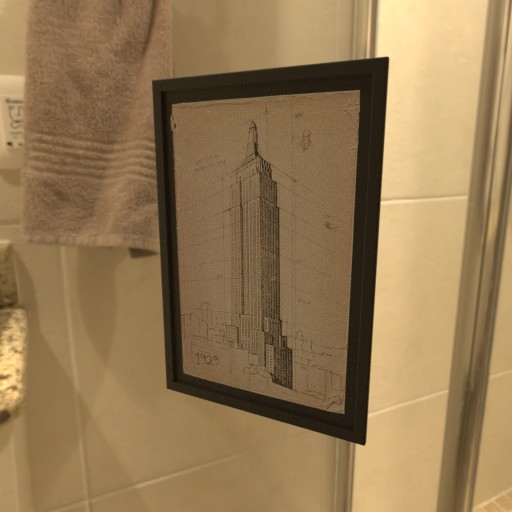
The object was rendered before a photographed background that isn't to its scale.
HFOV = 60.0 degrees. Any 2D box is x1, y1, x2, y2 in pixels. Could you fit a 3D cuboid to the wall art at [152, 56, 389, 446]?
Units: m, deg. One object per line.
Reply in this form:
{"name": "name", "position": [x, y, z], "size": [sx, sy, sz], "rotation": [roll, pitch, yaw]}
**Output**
{"name": "wall art", "position": [0.000, 0.000, 0.842], "size": [0.451, 0.661, 0.012], "rotation": [6, 14, 26]}
